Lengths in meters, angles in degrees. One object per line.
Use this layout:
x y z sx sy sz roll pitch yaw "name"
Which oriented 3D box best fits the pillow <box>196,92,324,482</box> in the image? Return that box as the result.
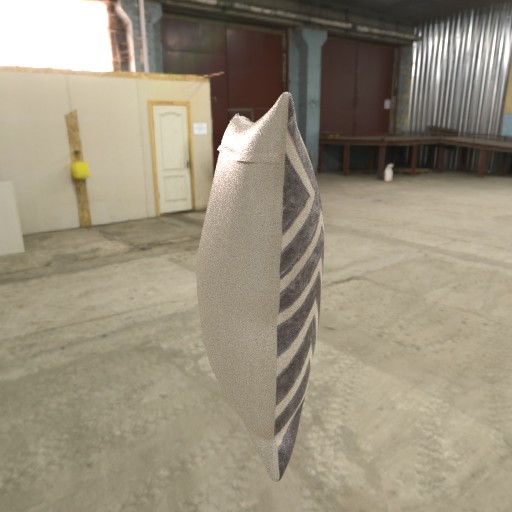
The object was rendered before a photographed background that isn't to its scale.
0.000 0.000 0.676 0.182 0.441 0.440 -2 16 -8 "pillow"
